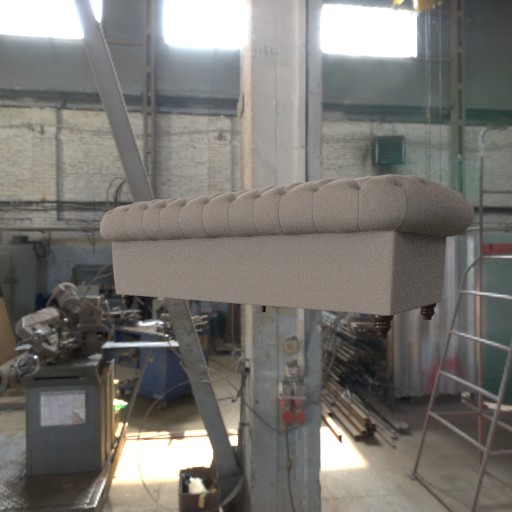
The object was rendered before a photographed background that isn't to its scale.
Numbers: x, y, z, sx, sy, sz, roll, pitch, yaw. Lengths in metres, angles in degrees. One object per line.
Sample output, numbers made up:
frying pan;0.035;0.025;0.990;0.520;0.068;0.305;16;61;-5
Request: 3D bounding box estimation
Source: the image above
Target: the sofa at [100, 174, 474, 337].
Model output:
sofa;0.000;0.000;2.835;2.411;0.749;0.991;0;-1;37
